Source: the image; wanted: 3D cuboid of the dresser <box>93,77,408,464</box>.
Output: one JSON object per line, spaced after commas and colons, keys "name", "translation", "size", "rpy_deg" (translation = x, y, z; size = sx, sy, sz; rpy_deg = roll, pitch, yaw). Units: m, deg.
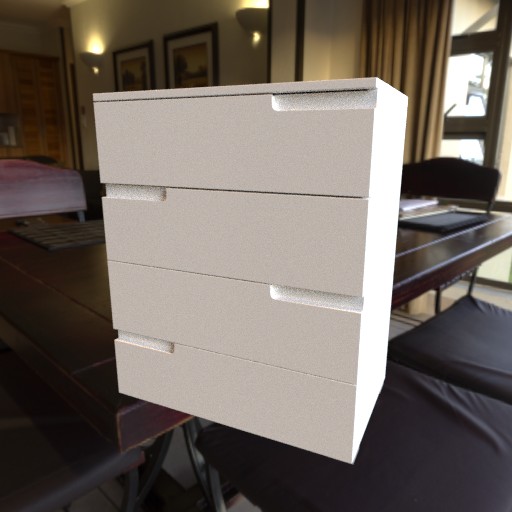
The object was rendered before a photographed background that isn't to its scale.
{"name": "dresser", "translation": [0.000, 0.000, 1.169], "size": [0.650, 0.800, 0.400], "rpy_deg": [7, 16, 25]}
